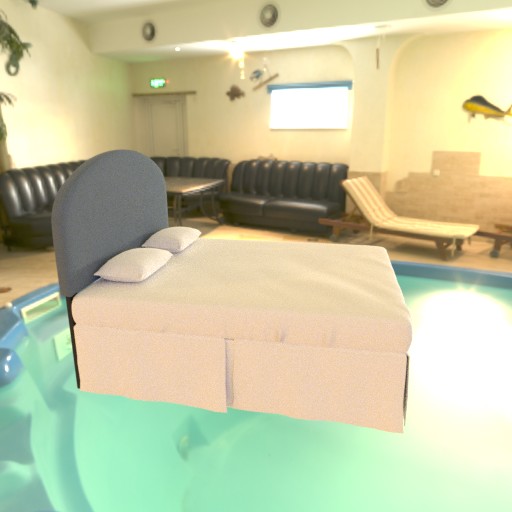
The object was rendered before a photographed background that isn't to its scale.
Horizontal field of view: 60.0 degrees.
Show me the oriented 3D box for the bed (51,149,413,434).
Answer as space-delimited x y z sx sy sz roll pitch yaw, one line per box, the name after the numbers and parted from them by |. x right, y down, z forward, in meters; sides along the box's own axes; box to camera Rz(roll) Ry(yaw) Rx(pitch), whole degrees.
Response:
0.000 0.000 3.056 2.005 1.410 1.607 3 17 10 | bed
